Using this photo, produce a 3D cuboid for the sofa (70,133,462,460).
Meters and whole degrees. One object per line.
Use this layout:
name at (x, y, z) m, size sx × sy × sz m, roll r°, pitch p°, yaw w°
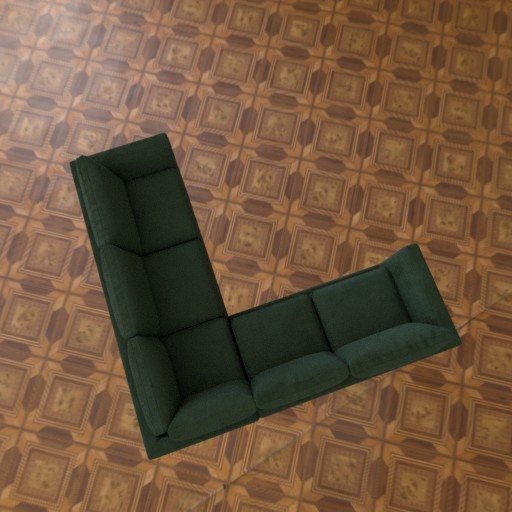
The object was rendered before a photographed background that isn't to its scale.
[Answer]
sofa at (0.000, 0.000, 3.751) m, size 2.468 × 1.004 × 2.452 m, roll -19°, pitch 77°, yaw -4°
